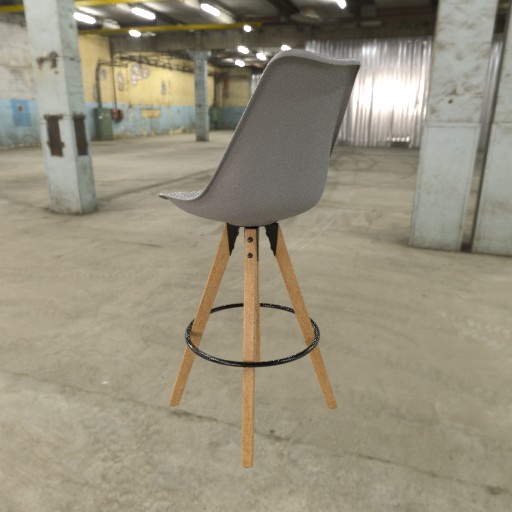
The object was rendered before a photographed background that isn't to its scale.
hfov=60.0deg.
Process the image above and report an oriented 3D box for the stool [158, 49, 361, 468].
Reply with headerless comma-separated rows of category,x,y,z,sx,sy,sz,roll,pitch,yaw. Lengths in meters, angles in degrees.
stool,0.000,0.000,1.388,0.485,1.115,0.550,-15,23,-41
